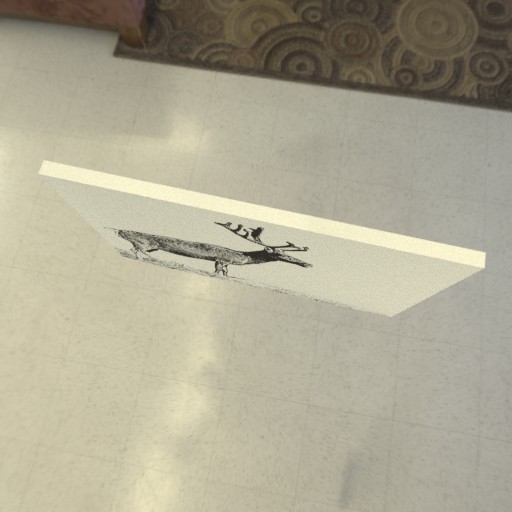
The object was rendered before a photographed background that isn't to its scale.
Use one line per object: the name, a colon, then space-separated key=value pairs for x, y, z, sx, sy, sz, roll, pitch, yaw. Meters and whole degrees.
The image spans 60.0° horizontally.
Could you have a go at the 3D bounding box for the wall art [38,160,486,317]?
wall art: x=0.000 y=0.000 z=1.178 sx=0.906 sy=0.617 sz=0.033 roll=12 pitch=74 yaw=4
